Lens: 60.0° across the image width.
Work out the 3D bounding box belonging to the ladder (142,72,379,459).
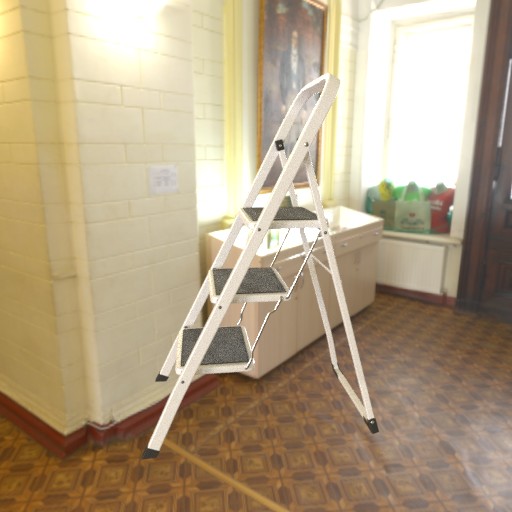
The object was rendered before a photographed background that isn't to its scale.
[{"bbox_3d":[0.000,0.000,1.394,0.711,1.050,0.460,-2,14,-7],"label":"ladder"}]
